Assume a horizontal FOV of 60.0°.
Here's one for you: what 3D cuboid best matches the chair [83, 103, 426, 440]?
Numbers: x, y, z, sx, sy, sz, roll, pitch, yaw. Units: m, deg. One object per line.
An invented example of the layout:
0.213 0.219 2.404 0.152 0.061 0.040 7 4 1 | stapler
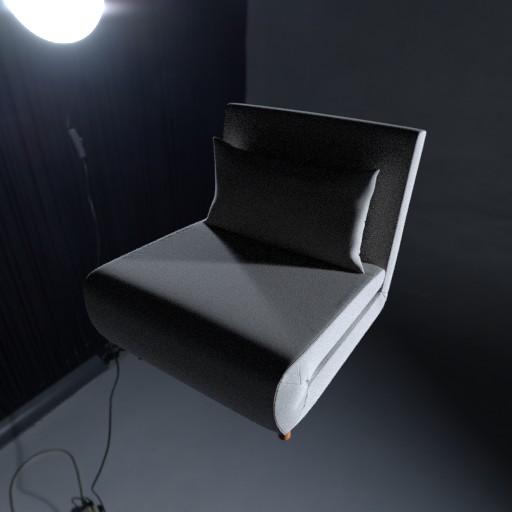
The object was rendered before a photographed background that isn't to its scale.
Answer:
0.000 0.000 1.502 0.770 0.808 0.902 19 35 29 | chair
